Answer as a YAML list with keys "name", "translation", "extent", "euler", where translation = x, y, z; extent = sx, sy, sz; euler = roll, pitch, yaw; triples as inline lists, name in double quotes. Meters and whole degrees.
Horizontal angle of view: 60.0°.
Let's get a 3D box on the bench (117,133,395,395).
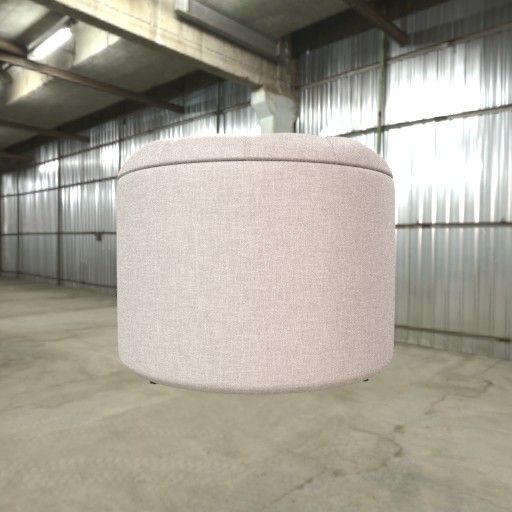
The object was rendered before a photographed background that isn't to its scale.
- name: "bench"
  translation: [0.000, 0.000, 1.001]
  extent: [0.600, 0.453, 0.600]
  euler: [0, 1, 0]
